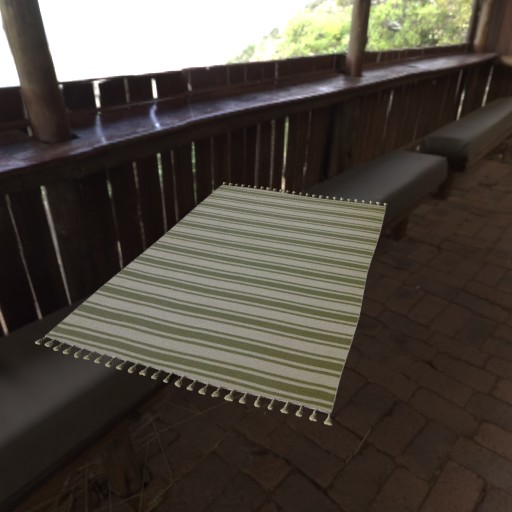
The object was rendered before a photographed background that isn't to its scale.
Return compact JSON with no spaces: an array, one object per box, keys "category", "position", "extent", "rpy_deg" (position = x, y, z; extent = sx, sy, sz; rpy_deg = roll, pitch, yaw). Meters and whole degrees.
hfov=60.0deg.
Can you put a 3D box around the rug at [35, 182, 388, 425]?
[{"category":"rug","position":[0.000,0.000,2.303],"extent":[1.162,0.013,1.875],"rpy_deg":[10,32,17]}]
